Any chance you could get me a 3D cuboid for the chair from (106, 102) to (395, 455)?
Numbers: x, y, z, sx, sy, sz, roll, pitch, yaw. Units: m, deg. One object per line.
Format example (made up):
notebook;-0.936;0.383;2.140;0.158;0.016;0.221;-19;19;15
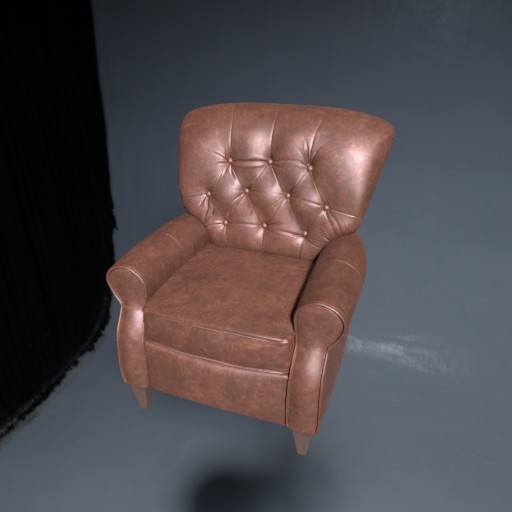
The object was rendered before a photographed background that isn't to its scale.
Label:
chair;0.000;0.000;1.928;0.979;1.162;1.031;9;28;18
